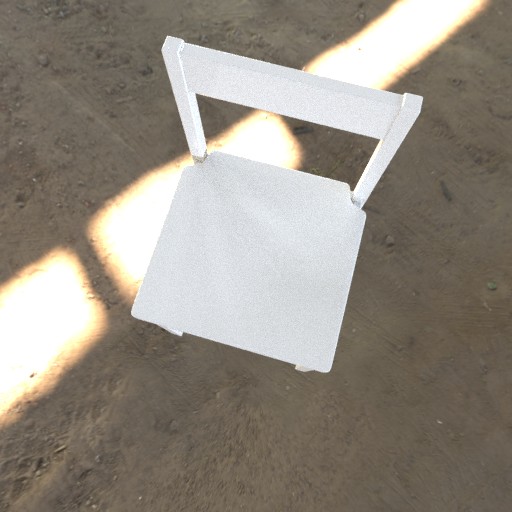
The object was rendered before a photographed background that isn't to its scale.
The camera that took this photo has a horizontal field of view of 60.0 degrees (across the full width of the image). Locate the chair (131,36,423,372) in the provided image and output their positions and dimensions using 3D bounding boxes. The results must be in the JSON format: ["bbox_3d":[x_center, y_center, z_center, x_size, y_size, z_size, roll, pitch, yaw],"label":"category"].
[{"bbox_3d":[0.000,0.000,0.867,0.367,0.668,0.361,15,75,4],"label":"chair"}]
